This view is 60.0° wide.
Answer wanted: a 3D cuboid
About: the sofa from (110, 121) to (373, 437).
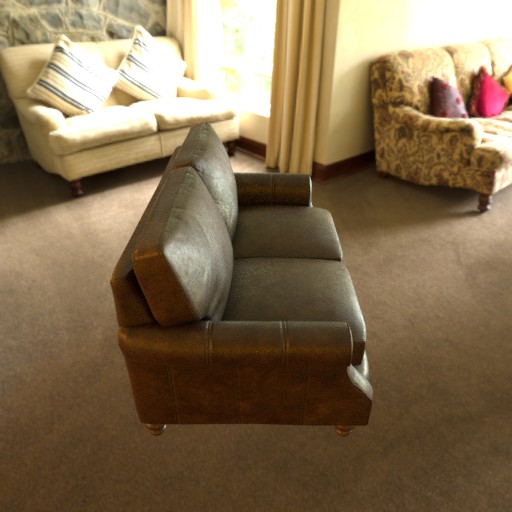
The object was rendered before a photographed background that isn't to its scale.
[{"bbox_3d":[0.000,0.000,2.236,0.990,0.976,1.616,0,32,0],"label":"sofa"}]
